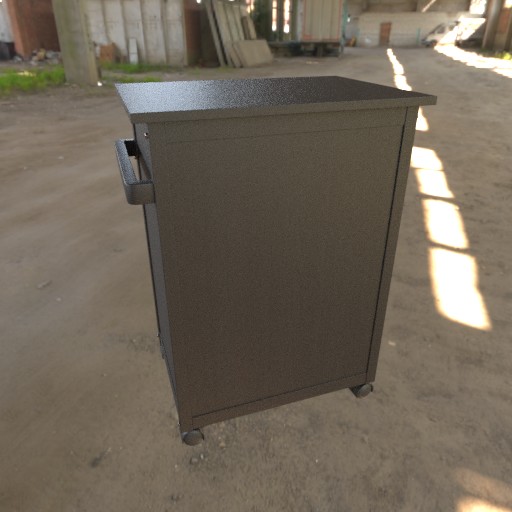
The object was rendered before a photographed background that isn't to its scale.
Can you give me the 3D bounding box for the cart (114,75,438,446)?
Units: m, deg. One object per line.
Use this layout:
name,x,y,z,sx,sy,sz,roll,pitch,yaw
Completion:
cart,0.000,0.000,1.241,0.660,0.879,0.456,-9,29,-17
